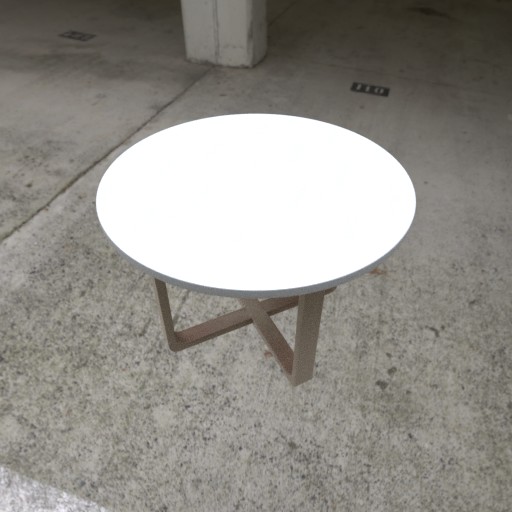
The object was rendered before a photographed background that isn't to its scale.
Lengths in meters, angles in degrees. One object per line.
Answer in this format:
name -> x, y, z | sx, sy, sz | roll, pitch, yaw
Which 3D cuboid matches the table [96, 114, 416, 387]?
table -> 0.000, 0.000, 0.992 | 0.600, 0.400, 0.600 | 0, 41, 0
